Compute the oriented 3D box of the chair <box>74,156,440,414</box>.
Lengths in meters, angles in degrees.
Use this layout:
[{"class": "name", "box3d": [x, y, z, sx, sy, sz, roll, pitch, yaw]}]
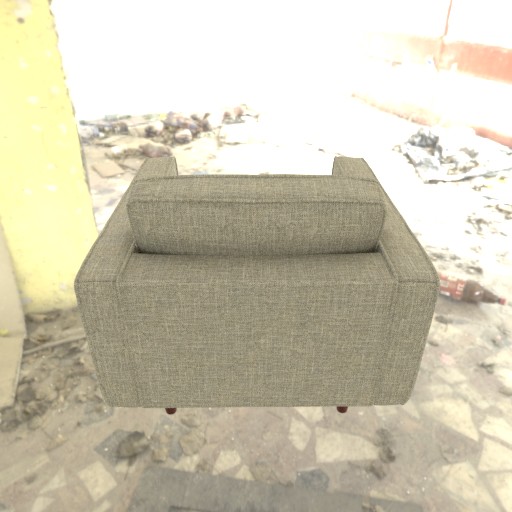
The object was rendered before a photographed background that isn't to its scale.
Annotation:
[{"class": "chair", "box3d": [0.000, 0.000, 1.512, 0.889, 0.765, 0.914, 0, 32, 0]}]
